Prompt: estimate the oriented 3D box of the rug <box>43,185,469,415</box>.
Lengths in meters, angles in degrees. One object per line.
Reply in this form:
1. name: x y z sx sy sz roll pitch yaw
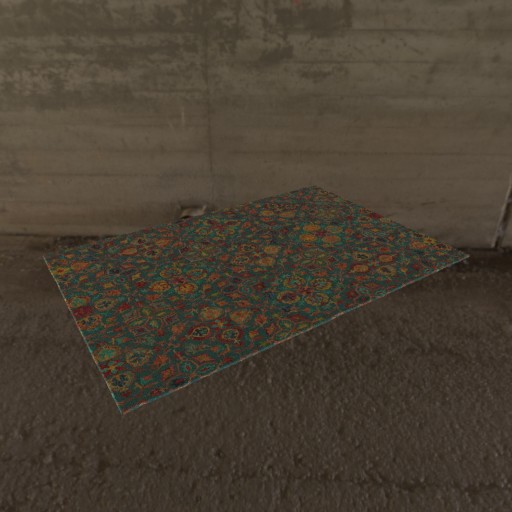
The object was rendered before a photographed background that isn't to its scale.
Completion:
1. rug: 0.000 0.000 2.852 2.290 0.016 1.527 -18 34 -29
